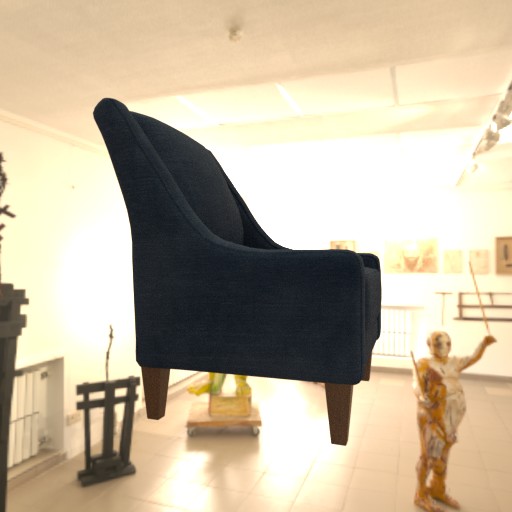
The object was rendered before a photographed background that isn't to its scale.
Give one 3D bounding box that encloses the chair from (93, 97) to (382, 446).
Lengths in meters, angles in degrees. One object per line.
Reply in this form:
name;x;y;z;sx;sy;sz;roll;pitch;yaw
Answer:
chair;0.000;0.000;1.631;0.870;1.014;0.774;0;-1;19
